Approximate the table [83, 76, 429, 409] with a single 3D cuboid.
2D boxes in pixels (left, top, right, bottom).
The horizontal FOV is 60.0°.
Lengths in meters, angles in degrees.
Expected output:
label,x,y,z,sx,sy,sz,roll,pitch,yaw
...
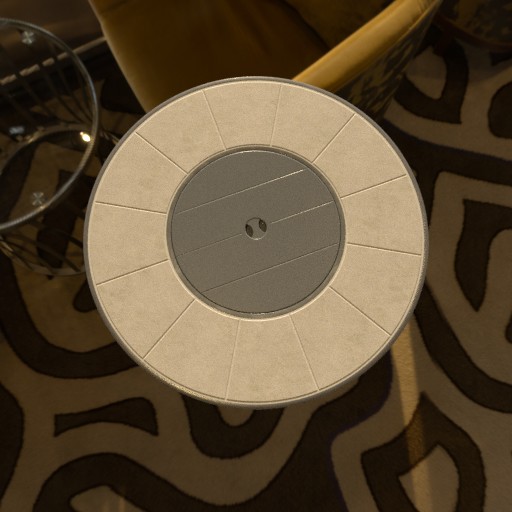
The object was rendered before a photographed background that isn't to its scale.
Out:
label,x,y,z,sx,sy,sz,roll,pitch,yaw
table,0.000,0.000,1.494,0.914,0.650,0.914,0,77,0
